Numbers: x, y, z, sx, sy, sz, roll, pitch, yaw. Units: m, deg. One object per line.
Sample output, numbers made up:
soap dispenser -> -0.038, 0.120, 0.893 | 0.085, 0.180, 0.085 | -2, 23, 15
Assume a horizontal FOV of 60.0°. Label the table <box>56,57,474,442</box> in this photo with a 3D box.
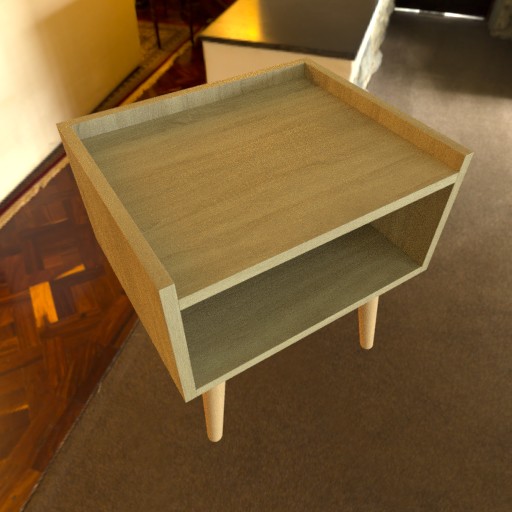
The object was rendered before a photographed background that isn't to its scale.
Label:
table -> 0.000, 0.000, 0.781 | 0.450, 0.470, 0.370 | -24, 50, -22
